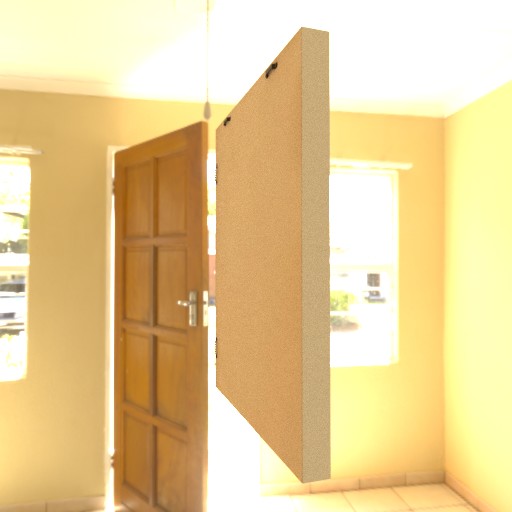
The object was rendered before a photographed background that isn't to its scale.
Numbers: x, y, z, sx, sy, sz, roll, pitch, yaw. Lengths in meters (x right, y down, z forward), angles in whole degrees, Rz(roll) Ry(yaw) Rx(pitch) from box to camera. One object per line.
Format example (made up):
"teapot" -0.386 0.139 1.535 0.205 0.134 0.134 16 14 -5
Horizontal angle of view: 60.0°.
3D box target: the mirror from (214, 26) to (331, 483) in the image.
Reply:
"mirror" 0.000 0.000 0.688 0.041 0.508 0.405 0 -1 -19
